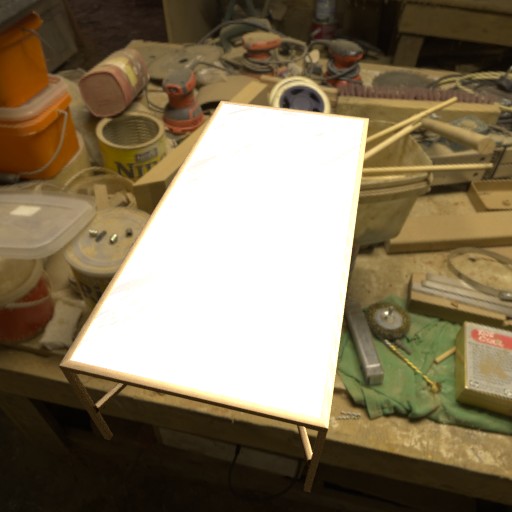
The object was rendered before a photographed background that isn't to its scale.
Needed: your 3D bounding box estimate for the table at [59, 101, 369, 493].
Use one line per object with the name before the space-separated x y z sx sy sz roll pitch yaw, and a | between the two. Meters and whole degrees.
table | 0.000 0.000 1.442 0.577 0.405 1.197 10 47 9
